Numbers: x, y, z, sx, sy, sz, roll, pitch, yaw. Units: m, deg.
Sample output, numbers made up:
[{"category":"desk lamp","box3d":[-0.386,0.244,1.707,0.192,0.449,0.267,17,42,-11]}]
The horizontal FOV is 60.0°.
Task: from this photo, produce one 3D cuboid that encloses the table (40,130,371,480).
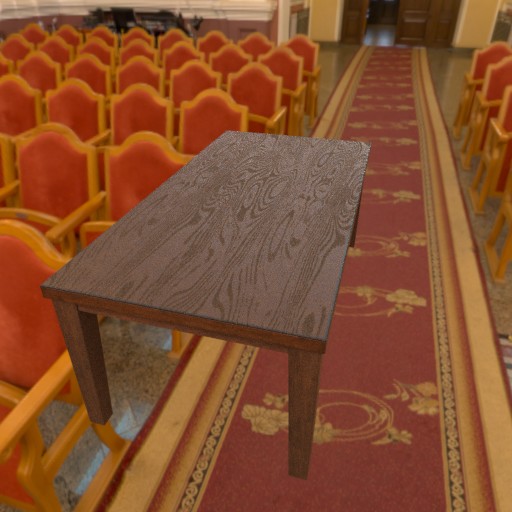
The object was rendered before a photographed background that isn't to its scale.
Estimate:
[{"category":"table","box3d":[0.000,0.000,2.449,1.016,0.762,1.981,9,33,14]}]
